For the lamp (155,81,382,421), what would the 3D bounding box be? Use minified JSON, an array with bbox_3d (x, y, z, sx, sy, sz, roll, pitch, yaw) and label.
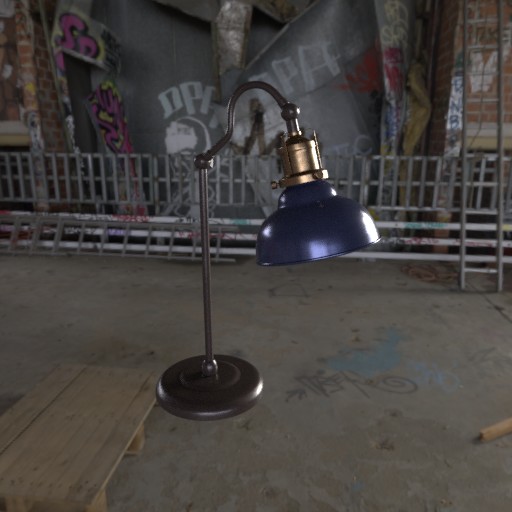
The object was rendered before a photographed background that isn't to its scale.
[{"bbox_3d":[0.000,0.000,0.686,0.374,0.508,0.192,7,16,26],"label":"lamp"}]
